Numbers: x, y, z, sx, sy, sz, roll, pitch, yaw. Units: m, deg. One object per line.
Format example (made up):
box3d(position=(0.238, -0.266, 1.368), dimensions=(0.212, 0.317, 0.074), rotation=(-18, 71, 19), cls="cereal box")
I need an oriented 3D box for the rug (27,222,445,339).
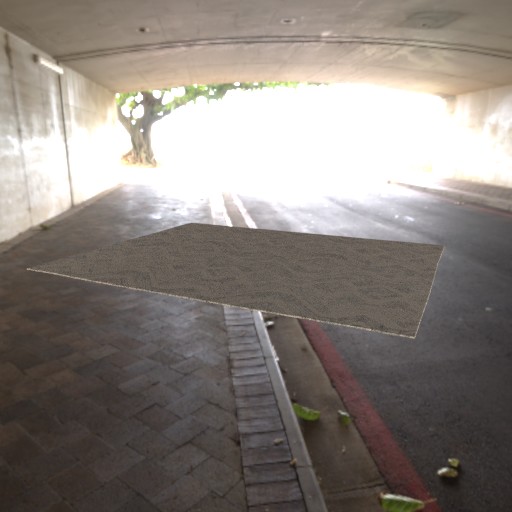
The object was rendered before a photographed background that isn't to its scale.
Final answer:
box3d(position=(0.000, 0.000, 4.045), dimensions=(3.054, 0.030, 2.430), rotation=(7, 16, 25), cls="rug")
